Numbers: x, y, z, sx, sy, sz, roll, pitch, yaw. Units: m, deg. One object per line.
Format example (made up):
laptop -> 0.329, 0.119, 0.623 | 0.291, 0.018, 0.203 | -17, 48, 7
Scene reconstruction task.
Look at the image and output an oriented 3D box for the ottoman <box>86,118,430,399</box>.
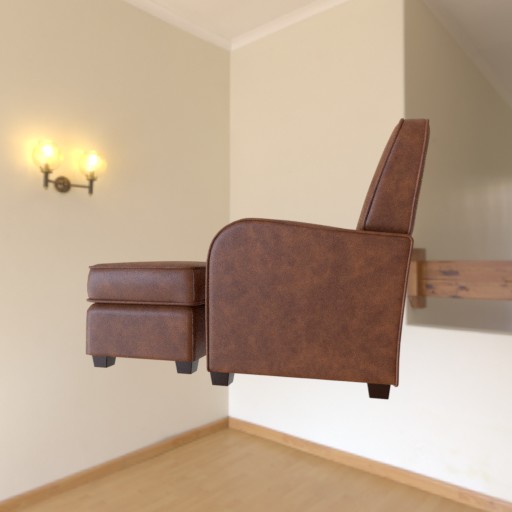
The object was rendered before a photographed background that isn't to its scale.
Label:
ottoman -> 0.000, 0.000, 1.851 | 1.314, 0.904, 0.732 | 0, 0, 16
